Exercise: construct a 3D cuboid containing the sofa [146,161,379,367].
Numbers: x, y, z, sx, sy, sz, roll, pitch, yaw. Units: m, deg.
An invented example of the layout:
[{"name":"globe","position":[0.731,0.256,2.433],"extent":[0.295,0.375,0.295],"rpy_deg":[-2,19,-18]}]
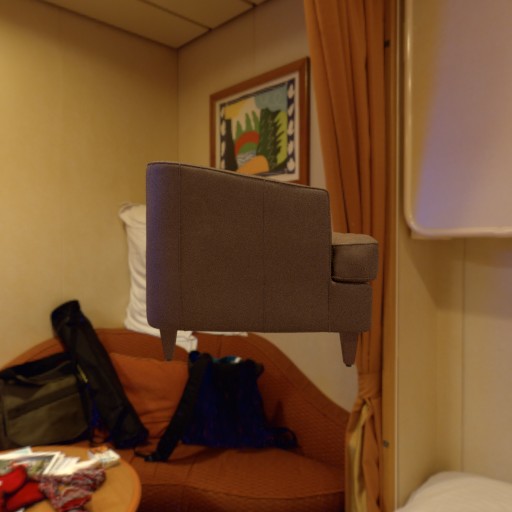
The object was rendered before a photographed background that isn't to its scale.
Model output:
[{"name":"sofa","position":[0.000,0.000,2.656],"extent":[0.927,0.787,2.227],"rpy_deg":[0,1,0]}]
